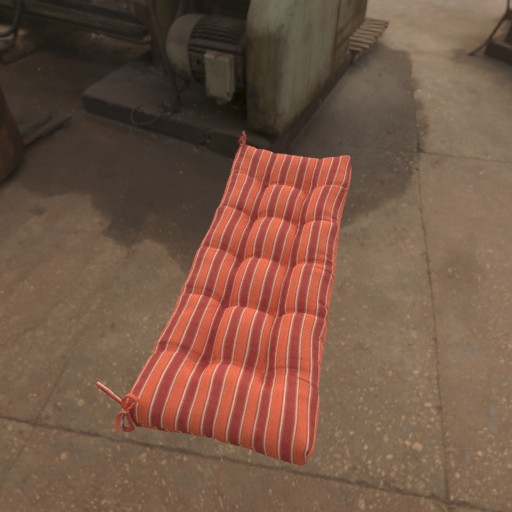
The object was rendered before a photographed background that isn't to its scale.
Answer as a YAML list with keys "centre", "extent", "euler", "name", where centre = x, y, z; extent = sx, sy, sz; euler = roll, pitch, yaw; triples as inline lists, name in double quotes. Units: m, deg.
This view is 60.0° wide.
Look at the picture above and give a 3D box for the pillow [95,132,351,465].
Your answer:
- centre: [0.000, 0.000, 1.373]
  extent: [0.511, 0.174, 1.194]
  euler: [9, 48, 9]
  name: "pillow"
